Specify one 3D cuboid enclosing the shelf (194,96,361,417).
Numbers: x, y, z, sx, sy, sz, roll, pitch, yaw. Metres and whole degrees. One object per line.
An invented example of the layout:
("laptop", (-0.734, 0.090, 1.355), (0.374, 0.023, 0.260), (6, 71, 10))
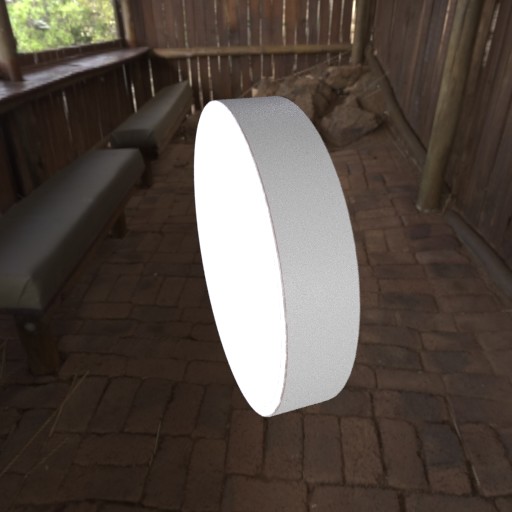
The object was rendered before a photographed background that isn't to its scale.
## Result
("shelf", (0.000, 0.000, 1.200), (0.158, 0.807, 0.806), (-10, 32, -16))
